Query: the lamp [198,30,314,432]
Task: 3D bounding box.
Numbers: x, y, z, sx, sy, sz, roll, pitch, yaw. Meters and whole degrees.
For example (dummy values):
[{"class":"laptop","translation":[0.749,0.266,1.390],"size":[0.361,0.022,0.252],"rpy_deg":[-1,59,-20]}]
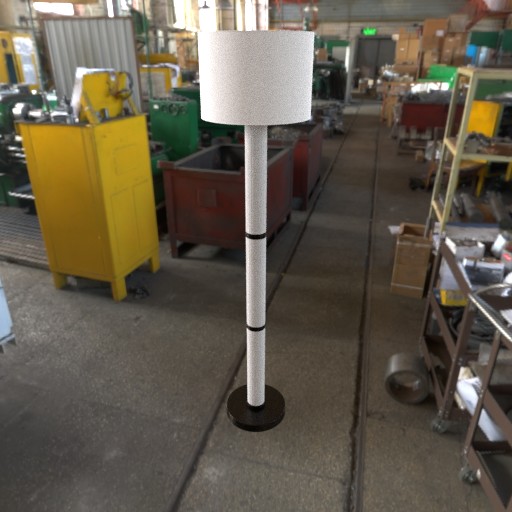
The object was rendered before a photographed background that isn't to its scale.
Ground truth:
[{"class":"lamp","translation":[0.000,0.000,1.762],"size":[0.377,1.599,0.377],"rpy_deg":[-8,26,-17]}]
